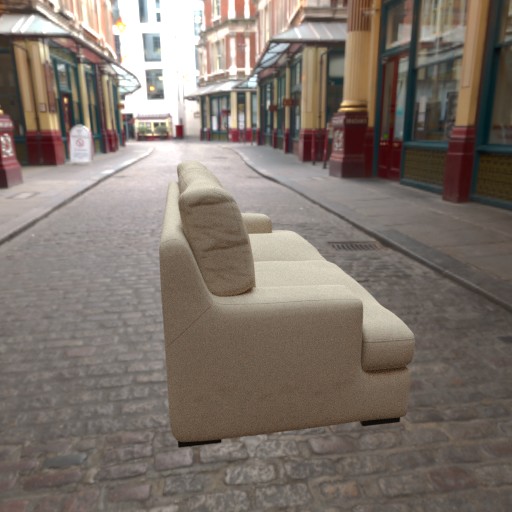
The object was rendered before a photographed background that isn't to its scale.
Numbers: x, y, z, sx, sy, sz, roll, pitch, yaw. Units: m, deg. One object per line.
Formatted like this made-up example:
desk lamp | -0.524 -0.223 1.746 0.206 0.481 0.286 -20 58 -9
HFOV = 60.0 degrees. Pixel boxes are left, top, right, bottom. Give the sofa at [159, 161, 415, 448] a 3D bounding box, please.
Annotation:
sofa | 0.000 0.000 2.460 0.962 0.967 1.885 -3 16 -10
